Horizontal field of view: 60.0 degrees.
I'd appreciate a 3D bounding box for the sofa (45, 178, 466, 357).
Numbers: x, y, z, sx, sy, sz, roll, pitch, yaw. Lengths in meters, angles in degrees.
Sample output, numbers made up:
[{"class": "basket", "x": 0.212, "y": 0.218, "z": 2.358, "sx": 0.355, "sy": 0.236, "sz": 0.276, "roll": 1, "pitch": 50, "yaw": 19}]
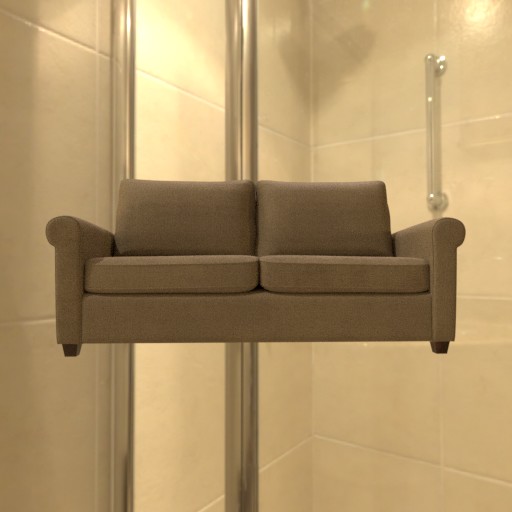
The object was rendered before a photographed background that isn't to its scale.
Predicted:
[{"class": "sofa", "x": 0.000, "y": 0.000, "z": 2.445, "sx": 1.935, "sy": 0.942, "sz": 0.842, "roll": 0, "pitch": -1, "yaw": -2}]
